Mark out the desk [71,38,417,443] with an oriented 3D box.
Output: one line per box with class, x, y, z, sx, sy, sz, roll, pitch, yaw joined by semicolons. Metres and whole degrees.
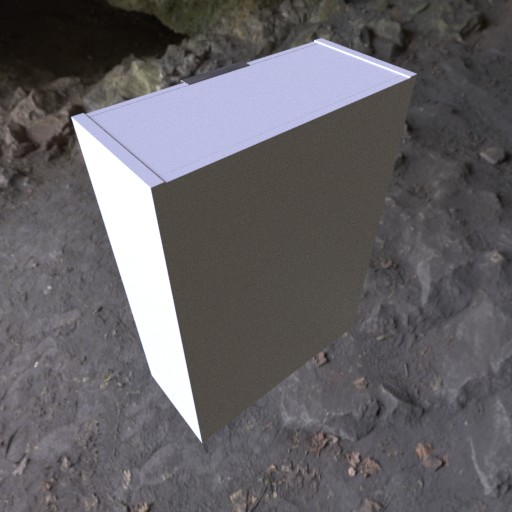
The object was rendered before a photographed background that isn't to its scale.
desk;0.000;0.000;1.571;0.850;1.190;0.390;-30;52;-27
